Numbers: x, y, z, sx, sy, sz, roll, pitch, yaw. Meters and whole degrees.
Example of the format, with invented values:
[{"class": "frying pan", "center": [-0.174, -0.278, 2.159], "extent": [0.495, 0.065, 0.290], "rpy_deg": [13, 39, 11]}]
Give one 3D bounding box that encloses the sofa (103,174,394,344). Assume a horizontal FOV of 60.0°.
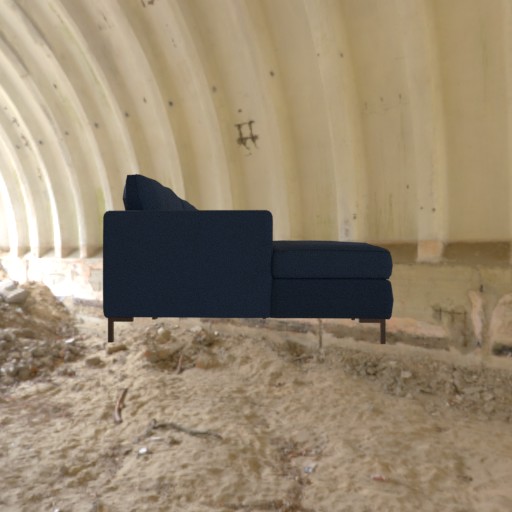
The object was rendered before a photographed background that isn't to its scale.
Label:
[{"class": "sofa", "center": [0.000, 0.000, 2.895], "extent": [1.128, 0.679, 2.450], "rpy_deg": [0, 0, 2]}]
